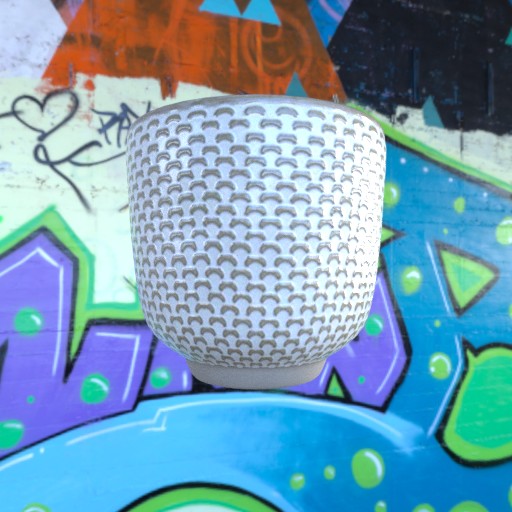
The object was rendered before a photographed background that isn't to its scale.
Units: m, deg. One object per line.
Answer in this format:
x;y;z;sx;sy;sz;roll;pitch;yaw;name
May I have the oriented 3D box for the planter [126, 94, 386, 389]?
0.000;0.000;0.305;0.173;0.160;0.173;0;-1;0;planter
